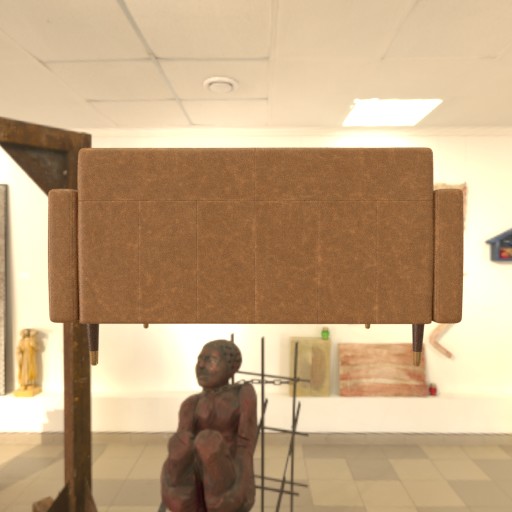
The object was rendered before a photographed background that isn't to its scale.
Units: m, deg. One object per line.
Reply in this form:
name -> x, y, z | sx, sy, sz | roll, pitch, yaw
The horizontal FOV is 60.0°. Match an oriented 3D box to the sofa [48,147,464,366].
sofa -> 0.000, 0.000, 2.085 | 1.549, 0.820, 0.960 | 0, 1, 1
